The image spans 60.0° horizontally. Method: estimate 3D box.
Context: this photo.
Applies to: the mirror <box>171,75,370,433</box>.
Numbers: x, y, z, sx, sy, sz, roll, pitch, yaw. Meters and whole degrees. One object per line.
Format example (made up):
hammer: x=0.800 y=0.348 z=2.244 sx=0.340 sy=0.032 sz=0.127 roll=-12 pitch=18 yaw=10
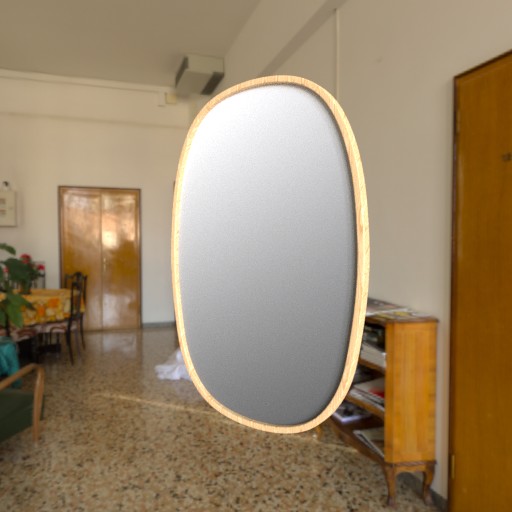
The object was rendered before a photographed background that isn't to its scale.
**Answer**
mirror: x=0.000 y=0.000 z=1.381 sx=0.724 sy=1.075 sz=0.037 roll=2 pitch=3 yaw=36
